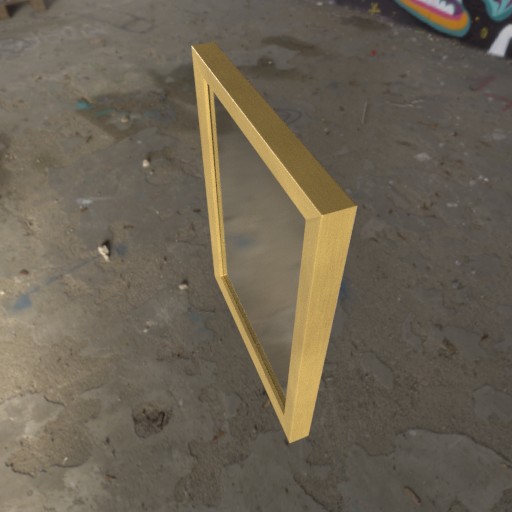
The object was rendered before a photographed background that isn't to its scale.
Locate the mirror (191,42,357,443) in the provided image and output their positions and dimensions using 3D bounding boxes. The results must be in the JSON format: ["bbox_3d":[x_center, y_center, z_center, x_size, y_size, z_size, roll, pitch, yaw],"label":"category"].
[{"bbox_3d":[0.000,0.000,0.701,0.041,0.508,0.405,-16,48,-15],"label":"mirror"}]
